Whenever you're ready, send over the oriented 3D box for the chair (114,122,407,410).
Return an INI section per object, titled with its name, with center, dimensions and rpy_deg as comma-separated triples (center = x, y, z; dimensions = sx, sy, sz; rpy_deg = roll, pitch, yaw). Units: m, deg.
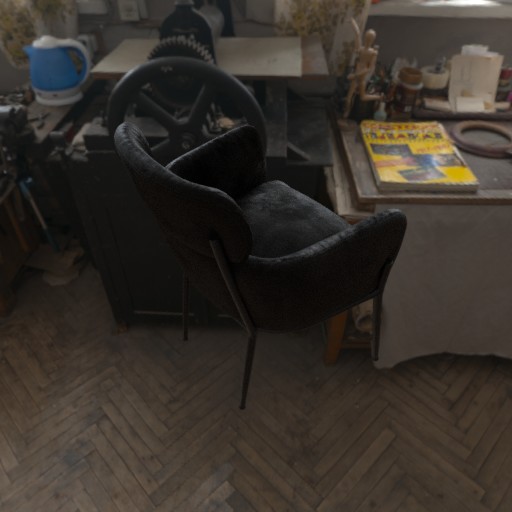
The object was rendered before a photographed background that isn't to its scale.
[chair]
center = 0.000, 0.000, 1.276
dimensions = 0.604, 0.818, 0.640
rpy_deg = -27, 48, -28
